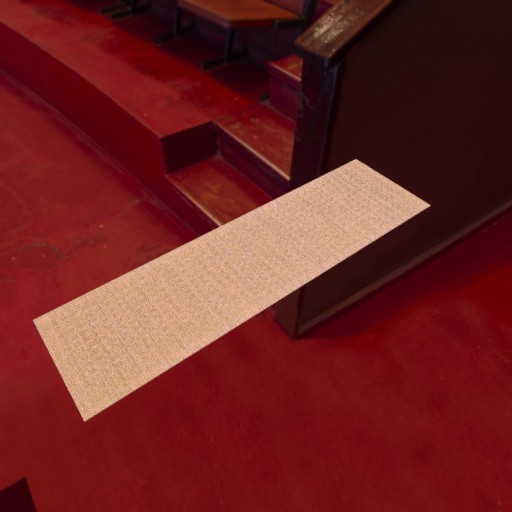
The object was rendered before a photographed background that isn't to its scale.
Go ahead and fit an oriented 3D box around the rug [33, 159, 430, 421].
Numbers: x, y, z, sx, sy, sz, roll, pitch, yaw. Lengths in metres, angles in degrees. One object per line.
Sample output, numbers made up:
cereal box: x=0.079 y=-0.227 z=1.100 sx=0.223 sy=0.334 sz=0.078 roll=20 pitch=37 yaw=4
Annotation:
rug: x=0.000 y=0.000 z=2.663 sx=2.437 sy=0.006 sz=0.686 roll=-29 pitch=53 yaw=-25
